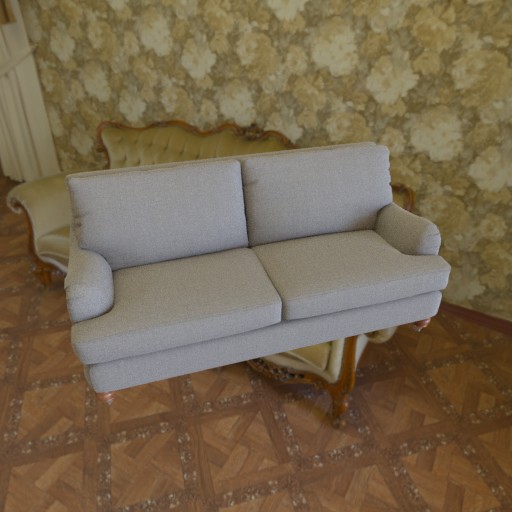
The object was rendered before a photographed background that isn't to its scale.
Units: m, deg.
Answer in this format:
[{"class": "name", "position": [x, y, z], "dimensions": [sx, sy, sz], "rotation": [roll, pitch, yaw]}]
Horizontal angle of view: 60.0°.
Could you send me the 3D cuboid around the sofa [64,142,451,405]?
[{"class": "sofa", "position": [0.000, 0.000, 2.758], "dimensions": [2.160, 1.054, 1.087], "rotation": [-10, 34, -15]}]
